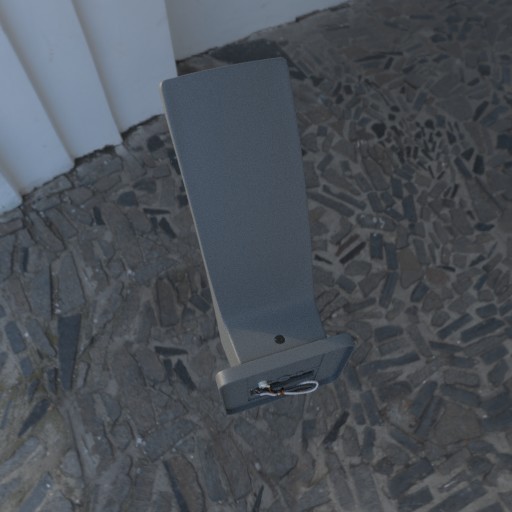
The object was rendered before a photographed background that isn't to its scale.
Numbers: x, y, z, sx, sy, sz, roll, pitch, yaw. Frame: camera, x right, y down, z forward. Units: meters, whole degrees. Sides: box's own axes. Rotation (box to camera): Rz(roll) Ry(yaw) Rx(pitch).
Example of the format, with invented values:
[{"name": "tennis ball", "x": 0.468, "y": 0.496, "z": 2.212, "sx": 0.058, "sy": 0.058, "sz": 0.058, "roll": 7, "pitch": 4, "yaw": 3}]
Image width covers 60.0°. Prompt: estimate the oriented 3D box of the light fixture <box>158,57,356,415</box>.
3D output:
[{"name": "light fixture", "x": 0.000, "y": 0.000, "z": 0.344, "sx": 0.108, "sy": 0.243, "sz": 0.174, "roll": -15, "pitch": 59, "yaw": -9}]
